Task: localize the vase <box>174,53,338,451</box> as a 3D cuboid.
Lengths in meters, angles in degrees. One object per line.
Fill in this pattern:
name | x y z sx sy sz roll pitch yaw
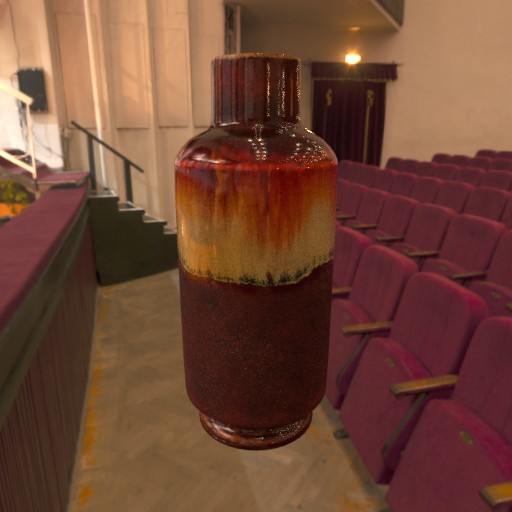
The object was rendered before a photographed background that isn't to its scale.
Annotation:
vase | 0.000 0.000 0.319 0.111 0.261 0.111 0 16 0
